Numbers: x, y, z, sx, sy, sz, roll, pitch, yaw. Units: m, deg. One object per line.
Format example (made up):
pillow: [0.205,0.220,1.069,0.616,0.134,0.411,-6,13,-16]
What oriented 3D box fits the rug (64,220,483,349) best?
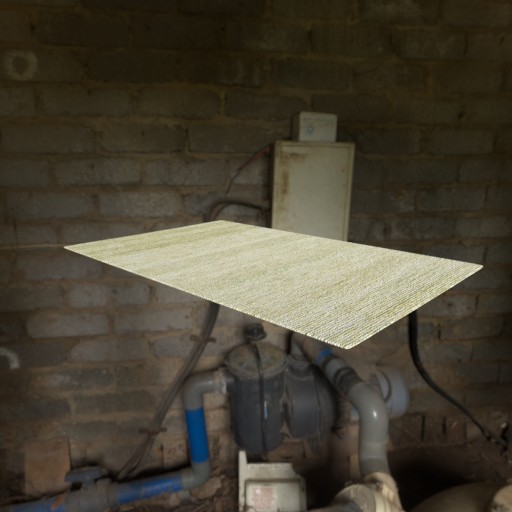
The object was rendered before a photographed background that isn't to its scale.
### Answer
rug: [0.000,0.000,2.179,1.758,0.010,1.143,13,19,42]
